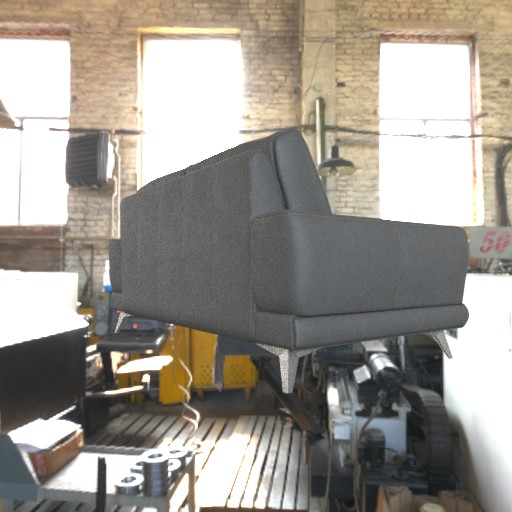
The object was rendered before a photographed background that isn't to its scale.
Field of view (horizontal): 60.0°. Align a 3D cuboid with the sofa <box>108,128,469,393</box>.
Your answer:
[{"bbox_3d":[0.000,0.000,2.319,1.018,0.907,1.806,1,-2,-36],"label":"sofa"}]
